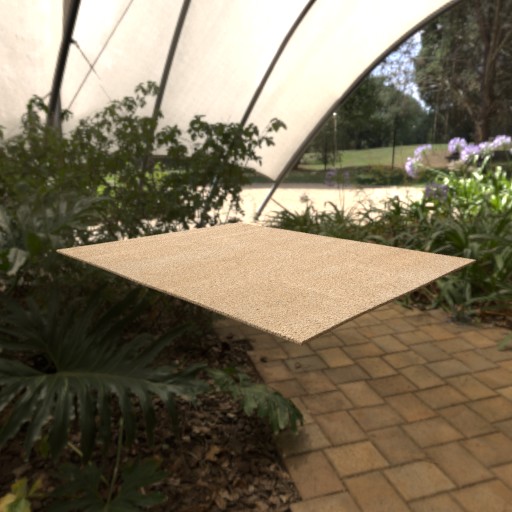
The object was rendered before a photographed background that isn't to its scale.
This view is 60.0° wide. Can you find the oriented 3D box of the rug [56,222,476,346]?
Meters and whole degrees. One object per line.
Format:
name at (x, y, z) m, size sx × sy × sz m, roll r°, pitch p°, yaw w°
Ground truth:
rug at (0.000, 0.000, 4.043) m, size 3.000 × 0.025 × 2.400 m, roll 13°, pitch 18°, yaw 43°
